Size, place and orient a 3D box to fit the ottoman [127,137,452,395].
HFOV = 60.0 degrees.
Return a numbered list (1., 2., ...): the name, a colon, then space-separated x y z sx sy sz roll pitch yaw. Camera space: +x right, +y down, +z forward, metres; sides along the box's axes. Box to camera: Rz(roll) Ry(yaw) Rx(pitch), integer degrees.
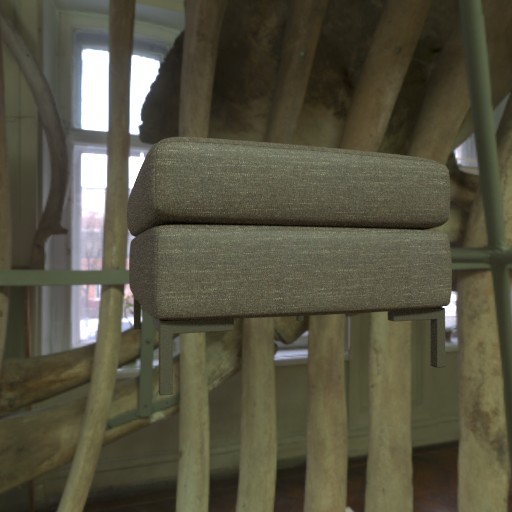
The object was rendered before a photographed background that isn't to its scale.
1. ottoman: 0.000 0.000 1.239 0.671 0.490 0.820 0 0 -19
